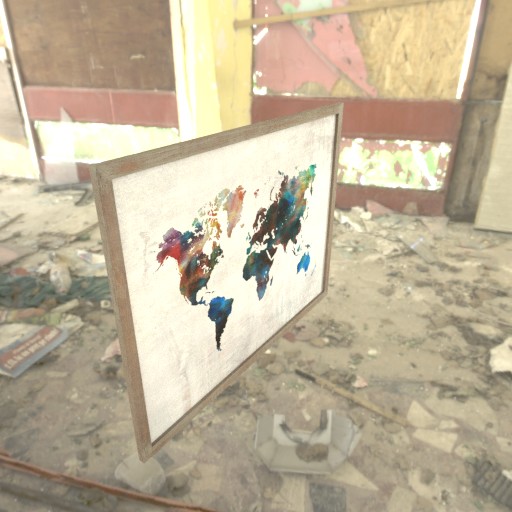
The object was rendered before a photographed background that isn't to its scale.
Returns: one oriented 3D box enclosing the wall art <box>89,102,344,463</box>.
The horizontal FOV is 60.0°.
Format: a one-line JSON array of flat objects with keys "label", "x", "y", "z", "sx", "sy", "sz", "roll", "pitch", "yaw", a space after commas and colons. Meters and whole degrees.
[{"label": "wall art", "x": 0.000, "y": 0.000, "z": 1.337, "sx": 0.019, "sy": 0.774, "sz": 1.012, "roll": 18, "pitch": 32, "yaw": 31}]
